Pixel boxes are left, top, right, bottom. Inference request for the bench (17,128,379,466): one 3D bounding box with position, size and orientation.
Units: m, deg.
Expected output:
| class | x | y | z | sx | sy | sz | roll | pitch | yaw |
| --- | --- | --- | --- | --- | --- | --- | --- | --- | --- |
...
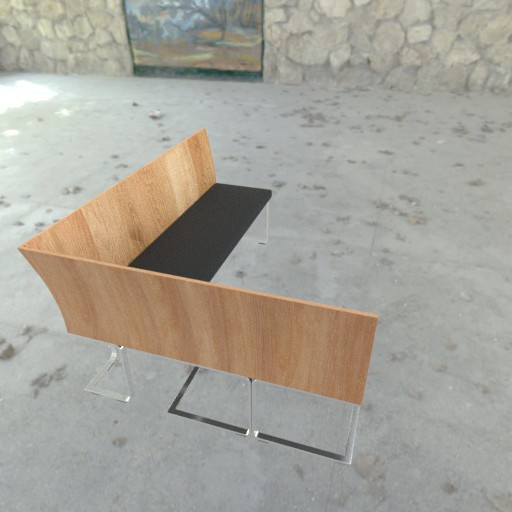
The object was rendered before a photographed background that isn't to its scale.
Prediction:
| class | x | y | z | sx | sy | sz | roll | pitch | yaw |
| --- | --- | --- | --- | --- | --- | --- | --- | --- | --- |
| bench | 0.000 | 0.000 | 2.708 | 1.495 | 0.930 | 1.945 | 10 | 33 | 15 |
